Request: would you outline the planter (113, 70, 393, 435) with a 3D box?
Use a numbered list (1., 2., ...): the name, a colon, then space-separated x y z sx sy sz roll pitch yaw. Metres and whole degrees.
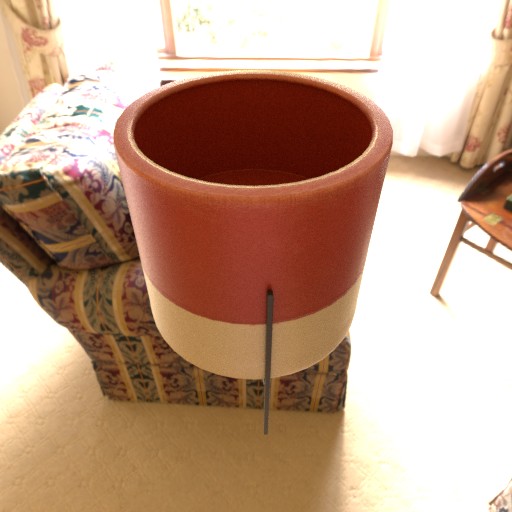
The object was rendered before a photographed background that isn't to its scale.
1. planter: 0.000 0.000 0.709 0.354 0.465 0.345 -26 49 -26
